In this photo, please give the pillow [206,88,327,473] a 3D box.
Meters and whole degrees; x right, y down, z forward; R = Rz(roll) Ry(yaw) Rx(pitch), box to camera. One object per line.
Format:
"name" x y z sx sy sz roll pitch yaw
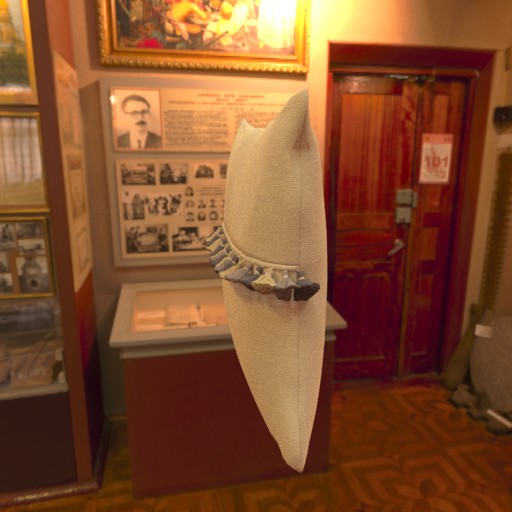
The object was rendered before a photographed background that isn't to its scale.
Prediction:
"pillow" 0.000 0.000 0.753 0.165 0.481 0.489 -2 13 -10
